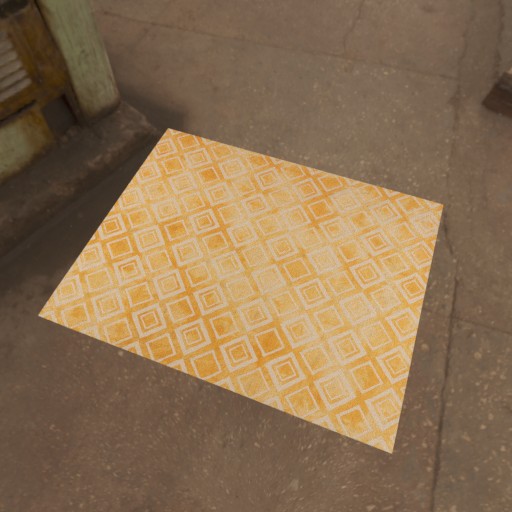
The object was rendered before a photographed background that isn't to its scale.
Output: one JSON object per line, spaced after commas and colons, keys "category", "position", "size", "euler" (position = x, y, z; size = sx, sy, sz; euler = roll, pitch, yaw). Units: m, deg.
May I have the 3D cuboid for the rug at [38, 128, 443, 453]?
{"category": "rug", "position": [0.000, 0.000, 4.073], "size": [3.037, 0.011, 2.433], "euler": [18, 60, 11]}
